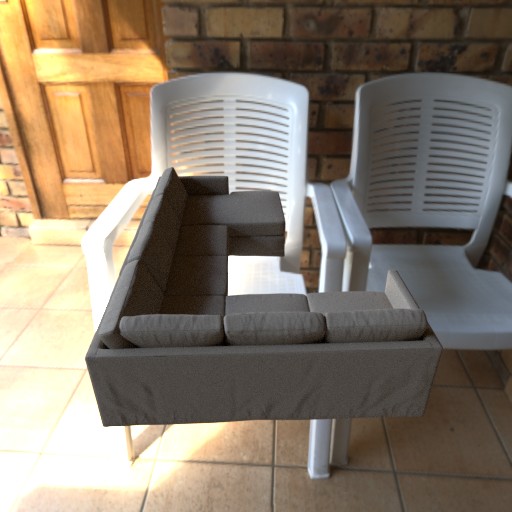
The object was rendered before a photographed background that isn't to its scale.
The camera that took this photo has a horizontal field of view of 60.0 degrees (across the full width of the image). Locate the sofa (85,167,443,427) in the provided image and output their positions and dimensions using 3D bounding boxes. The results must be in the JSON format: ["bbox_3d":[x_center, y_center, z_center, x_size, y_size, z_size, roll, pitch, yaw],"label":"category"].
[{"bbox_3d":[0.000,0.000,4.574,2.427,0.882,3.460,-1,30,-2],"label":"sofa"}]
